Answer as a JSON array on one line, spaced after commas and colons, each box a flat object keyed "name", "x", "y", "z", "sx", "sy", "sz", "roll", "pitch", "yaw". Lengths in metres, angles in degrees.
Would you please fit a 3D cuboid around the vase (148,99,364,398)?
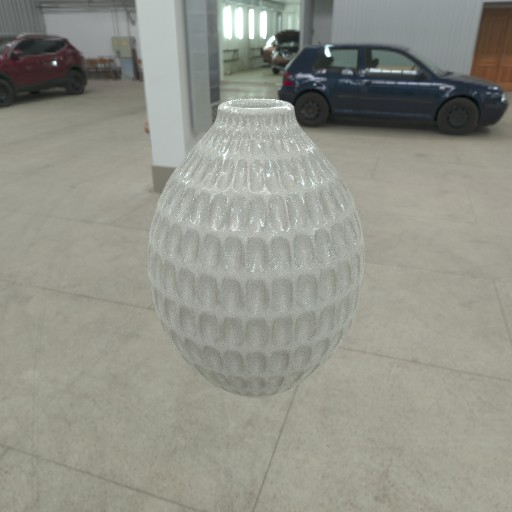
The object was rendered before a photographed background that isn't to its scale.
[{"name": "vase", "x": 0.000, "y": 0.000, "z": 0.338, "sx": 0.162, "sy": 0.223, "sz": 0.162, "roll": 0, "pitch": 27, "yaw": 0}]
